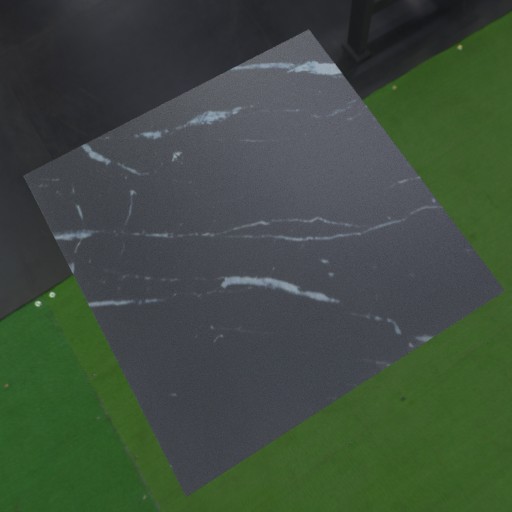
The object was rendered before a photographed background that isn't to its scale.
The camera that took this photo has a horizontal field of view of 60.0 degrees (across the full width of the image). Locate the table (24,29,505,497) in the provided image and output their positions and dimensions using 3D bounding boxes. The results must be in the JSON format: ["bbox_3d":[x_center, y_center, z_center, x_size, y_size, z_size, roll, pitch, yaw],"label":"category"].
[{"bbox_3d":[0.000,0.000,1.227,0.800,0.450,0.800,-30,77,-7],"label":"table"}]
